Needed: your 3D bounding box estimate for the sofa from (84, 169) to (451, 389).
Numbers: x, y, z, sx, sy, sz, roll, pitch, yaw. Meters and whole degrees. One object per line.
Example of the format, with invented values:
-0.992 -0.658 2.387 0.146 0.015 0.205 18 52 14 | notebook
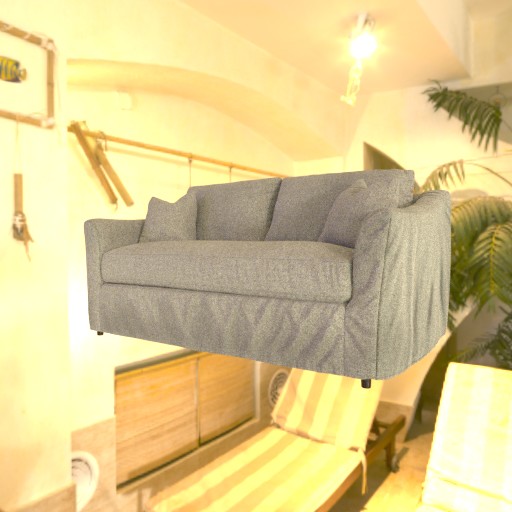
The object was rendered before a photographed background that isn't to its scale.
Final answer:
0.000 0.000 2.675 2.010 1.018 1.072 1 2 35 | sofa
